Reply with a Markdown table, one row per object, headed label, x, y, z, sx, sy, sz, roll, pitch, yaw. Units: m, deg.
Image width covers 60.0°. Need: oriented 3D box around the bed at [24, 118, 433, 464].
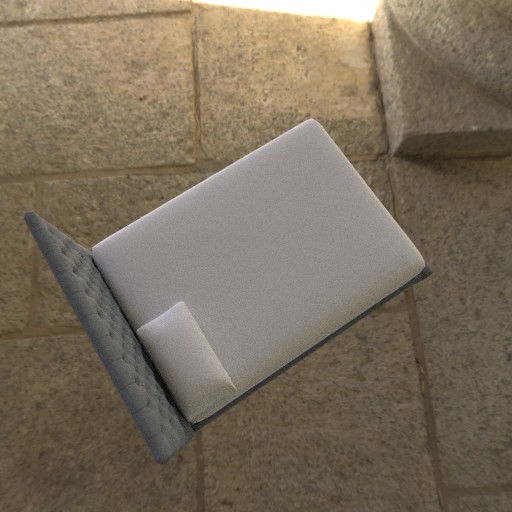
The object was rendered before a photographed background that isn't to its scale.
| label | x | y | z | sx | sy | sz | roll | pitch | yaw |
| --- | --- | --- | --- | --- | --- | --- | --- | --- | --- |
| bed | 0.000 | 0.000 | 3.340 | 2.335 | 1.411 | 1.698 | -32 | 78 | -8 |
